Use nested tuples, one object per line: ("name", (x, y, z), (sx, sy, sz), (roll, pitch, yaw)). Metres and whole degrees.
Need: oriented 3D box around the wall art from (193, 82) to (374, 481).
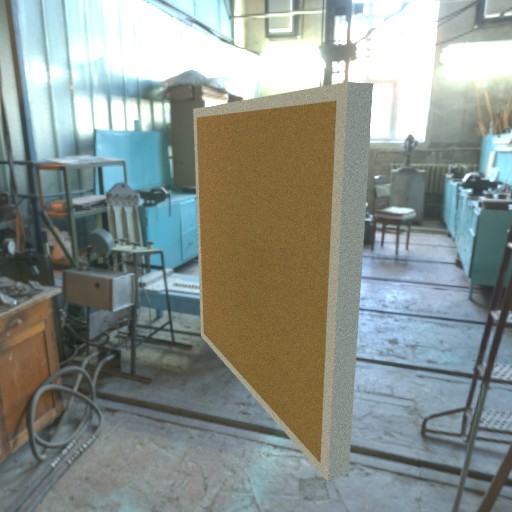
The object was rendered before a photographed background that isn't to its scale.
("wall art", (0.000, 0.000, 0.762), (0.035, 0.507, 0.508), (-7, 17, -25))
